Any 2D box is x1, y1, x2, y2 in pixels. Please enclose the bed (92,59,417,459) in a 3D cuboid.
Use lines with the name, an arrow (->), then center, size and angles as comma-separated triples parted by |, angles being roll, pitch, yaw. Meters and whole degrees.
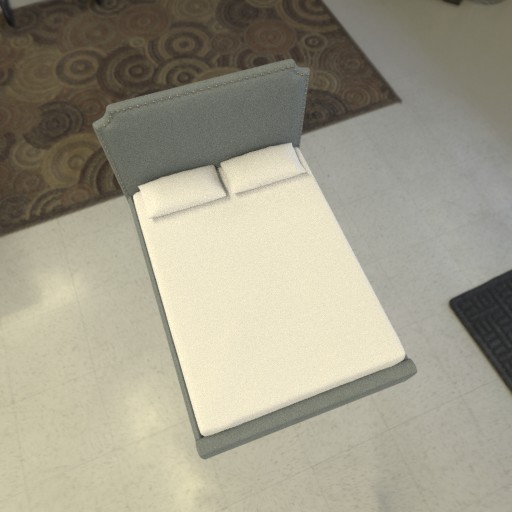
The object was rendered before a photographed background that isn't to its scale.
bed -> 0.000, 0.000, 3.395 | 1.712, 1.443, 2.372 | -18, 64, -9
